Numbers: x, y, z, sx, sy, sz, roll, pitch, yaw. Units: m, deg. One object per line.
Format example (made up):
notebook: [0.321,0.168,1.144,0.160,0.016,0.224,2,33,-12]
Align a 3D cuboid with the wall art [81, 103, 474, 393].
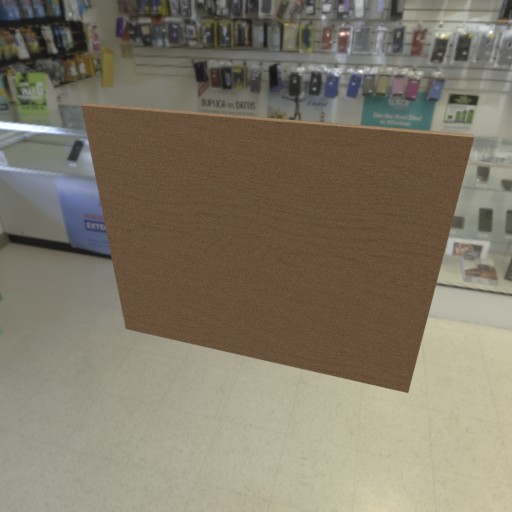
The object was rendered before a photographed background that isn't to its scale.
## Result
wall art: [0.000,0.000,0.664,0.508,0.406,0.013,9,33,15]
